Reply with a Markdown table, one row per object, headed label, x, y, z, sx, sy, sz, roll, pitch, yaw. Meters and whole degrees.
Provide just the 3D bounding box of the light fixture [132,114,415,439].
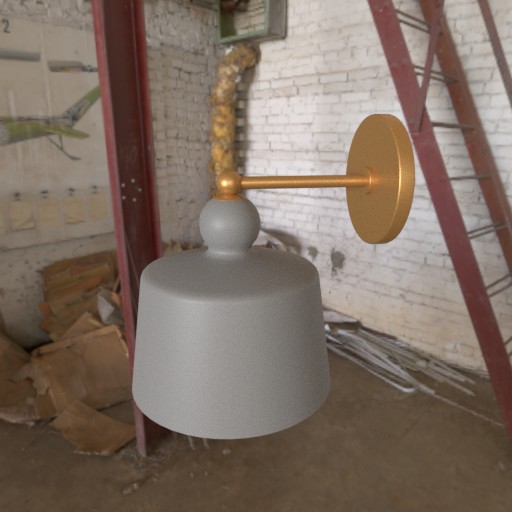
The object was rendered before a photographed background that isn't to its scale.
| label | x | y | z | sx | sy | sz | roll | pitch | yaw |
| --- | --- | --- | --- | --- | --- | --- | --- | --- | --- |
| light fixture | 0.000 | 0.000 | 0.436 | 0.254 | 0.268 | 0.204 | -3 | 16 | -10 |
